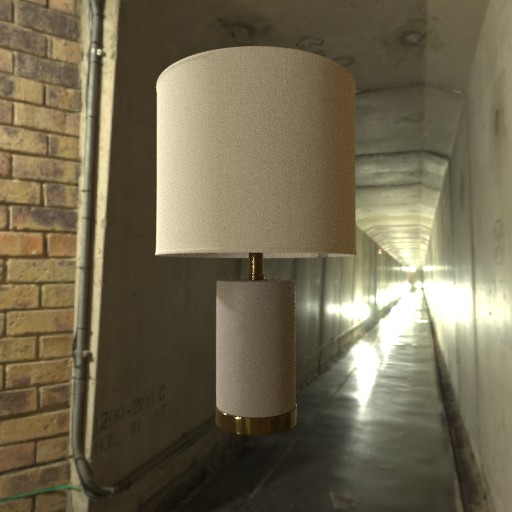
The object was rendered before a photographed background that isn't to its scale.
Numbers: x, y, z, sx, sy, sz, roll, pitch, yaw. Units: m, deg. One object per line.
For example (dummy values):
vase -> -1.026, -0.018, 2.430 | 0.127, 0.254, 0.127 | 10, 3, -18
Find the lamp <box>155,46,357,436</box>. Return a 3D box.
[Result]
lamp -> 0.000, 0.000, 0.516 | 0.229, 0.380, 0.229 | 0, -2, 0
